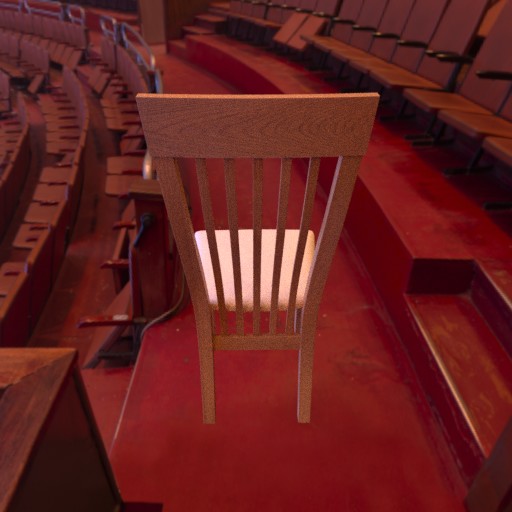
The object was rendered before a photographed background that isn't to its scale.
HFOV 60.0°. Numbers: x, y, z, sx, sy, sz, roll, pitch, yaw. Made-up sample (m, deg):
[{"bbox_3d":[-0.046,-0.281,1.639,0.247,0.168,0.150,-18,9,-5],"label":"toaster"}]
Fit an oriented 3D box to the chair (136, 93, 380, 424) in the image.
[{"bbox_3d":[0.000,0.000,1.329,0.450,1.050,0.580,0,33,-1],"label":"chair"}]
